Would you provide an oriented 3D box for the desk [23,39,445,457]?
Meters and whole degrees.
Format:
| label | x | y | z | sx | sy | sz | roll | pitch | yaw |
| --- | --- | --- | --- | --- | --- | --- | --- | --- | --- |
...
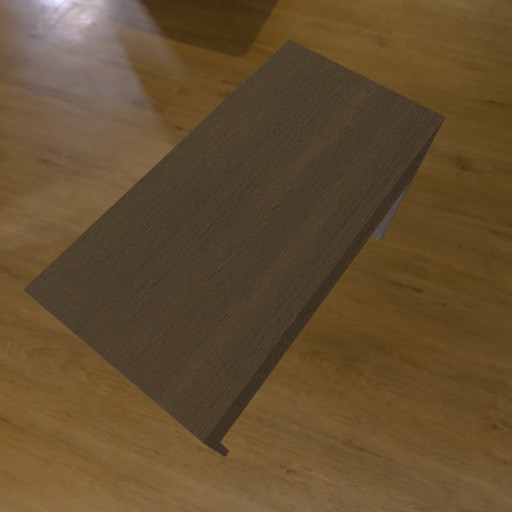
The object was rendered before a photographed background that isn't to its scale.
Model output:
| label | x | y | z | sx | sy | sz | roll | pitch | yaw |
| --- | --- | --- | --- | --- | --- | --- | --- | --- | --- |
| desk | 0.000 | 0.000 | 1.498 | 0.557 | 0.729 | 1.099 | 34 | 68 | 16 |
